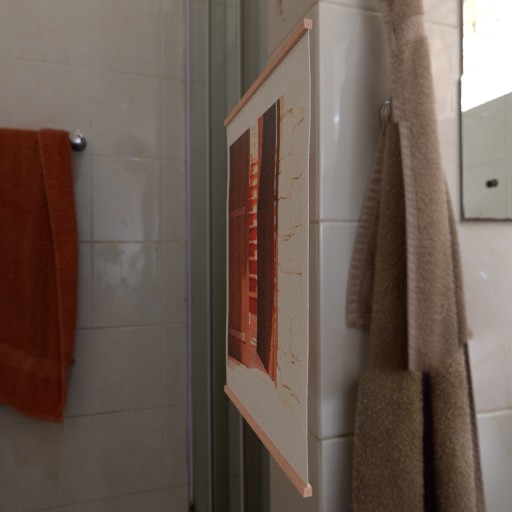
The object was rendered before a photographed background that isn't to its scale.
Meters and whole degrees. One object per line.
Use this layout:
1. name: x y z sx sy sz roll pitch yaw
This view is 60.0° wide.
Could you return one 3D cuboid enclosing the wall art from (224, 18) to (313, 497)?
1. wall art: 0.000 0.000 1.296 0.020 1.013 0.758 0 0 -17
